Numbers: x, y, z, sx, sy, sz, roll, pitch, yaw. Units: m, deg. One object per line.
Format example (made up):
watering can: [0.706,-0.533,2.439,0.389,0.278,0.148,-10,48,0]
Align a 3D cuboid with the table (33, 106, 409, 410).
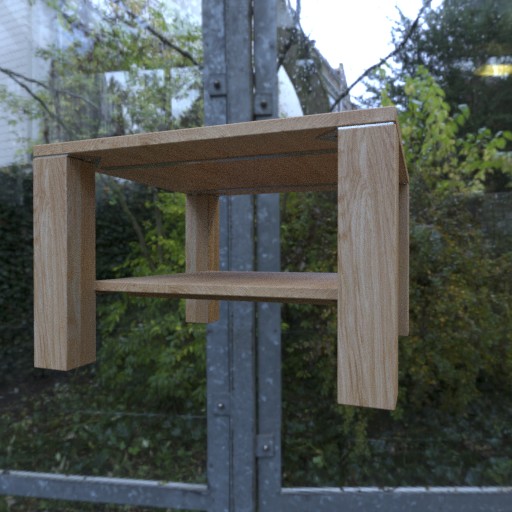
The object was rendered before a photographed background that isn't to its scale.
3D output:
table: [0.000,0.000,1.101,0.700,0.450,0.700,0,1,21]
